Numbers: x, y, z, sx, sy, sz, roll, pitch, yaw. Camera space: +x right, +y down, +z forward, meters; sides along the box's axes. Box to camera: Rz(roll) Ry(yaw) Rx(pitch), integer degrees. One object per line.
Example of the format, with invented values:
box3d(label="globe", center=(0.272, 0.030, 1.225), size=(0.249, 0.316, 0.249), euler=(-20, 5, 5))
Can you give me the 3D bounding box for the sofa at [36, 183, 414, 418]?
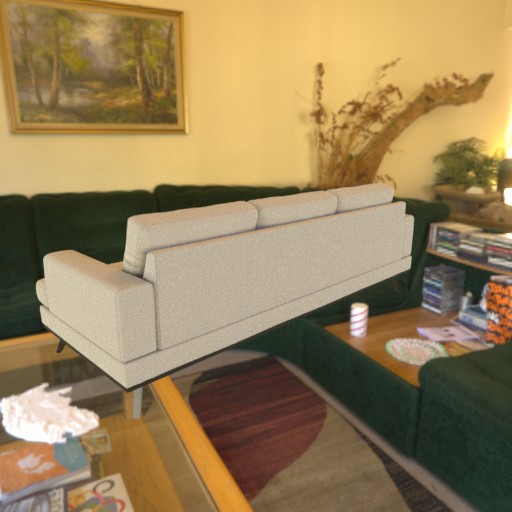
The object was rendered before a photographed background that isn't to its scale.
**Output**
box3d(label="sofa", center=(0.000, 0.000, 2.736), size=(2.310, 0.810, 0.920), euler=(-14, 21, -43))
